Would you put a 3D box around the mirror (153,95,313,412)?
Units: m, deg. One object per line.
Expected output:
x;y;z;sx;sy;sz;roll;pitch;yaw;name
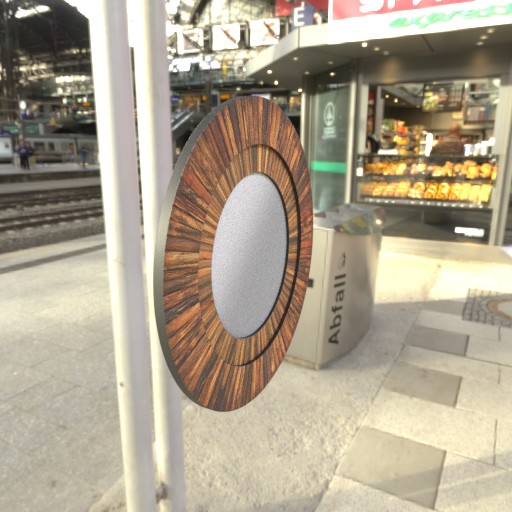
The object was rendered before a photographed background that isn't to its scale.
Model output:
0.000;0.000;1.584;0.036;1.077;1.077;7;15;27;mirror
